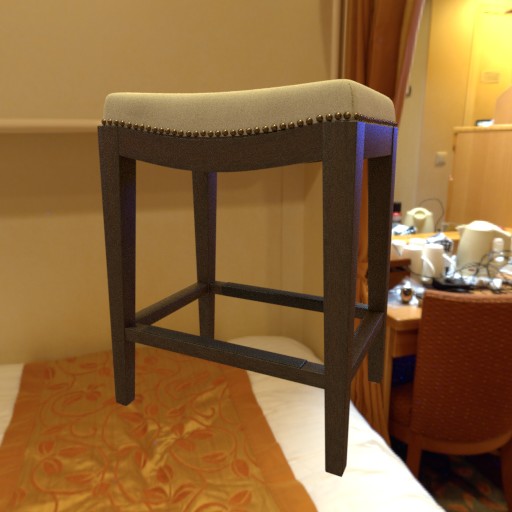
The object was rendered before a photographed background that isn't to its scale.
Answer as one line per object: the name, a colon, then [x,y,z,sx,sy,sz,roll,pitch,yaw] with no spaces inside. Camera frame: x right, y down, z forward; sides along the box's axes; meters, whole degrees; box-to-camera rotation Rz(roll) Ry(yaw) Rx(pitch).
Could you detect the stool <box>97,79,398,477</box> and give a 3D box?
stool: [0.000,0.000,0.930,0.500,0.642,0.361,7,16,25]
